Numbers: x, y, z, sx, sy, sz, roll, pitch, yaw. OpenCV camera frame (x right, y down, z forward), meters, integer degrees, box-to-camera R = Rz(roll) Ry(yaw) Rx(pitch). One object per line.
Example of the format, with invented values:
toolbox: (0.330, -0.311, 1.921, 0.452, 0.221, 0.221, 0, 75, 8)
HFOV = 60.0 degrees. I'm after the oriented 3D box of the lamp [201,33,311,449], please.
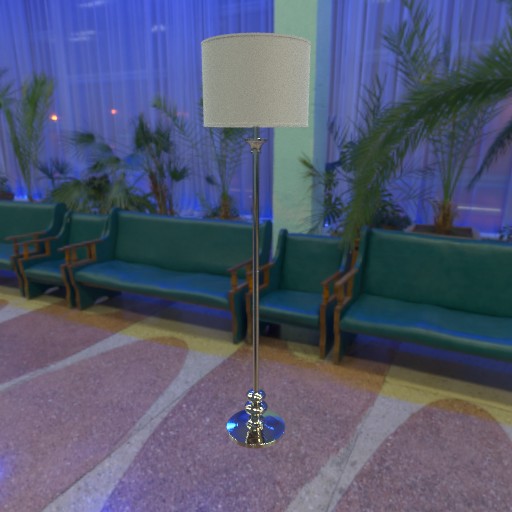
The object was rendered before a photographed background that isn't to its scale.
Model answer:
lamp: (0.000, 0.000, 1.640, 0.356, 1.487, 0.356, 8, 17, 27)
